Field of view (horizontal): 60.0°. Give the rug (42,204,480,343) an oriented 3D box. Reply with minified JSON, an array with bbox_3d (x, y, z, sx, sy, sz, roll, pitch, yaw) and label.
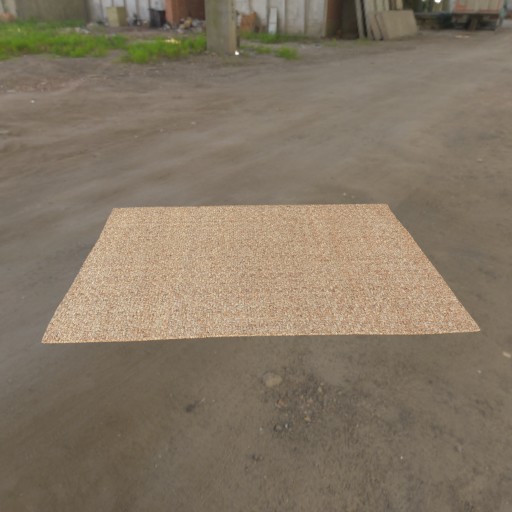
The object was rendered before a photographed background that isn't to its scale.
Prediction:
[{"bbox_3d":[0.000,0.000,2.796,2.141,0.013,1.566,-1,31,-3],"label":"rug"}]
